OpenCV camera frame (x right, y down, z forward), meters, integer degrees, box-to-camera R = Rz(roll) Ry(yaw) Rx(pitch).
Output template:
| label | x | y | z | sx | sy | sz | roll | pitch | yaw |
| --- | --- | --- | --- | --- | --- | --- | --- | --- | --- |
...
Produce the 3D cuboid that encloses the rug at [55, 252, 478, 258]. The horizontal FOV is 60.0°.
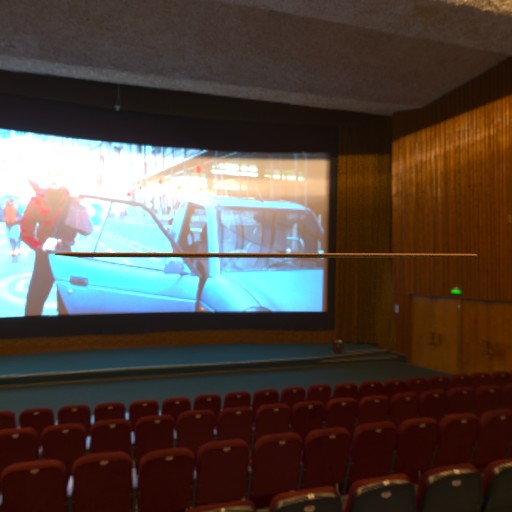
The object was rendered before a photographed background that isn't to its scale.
| label | x | y | z | sx | sy | sz | roll | pitch | yaw |
| --- | --- | --- | --- | --- | --- | --- | --- | --- | --- |
| rug | 0.000 | 0.000 | 2.149 | 1.668 | 0.012 | 1.061 | 0 | -1 | -18 |
